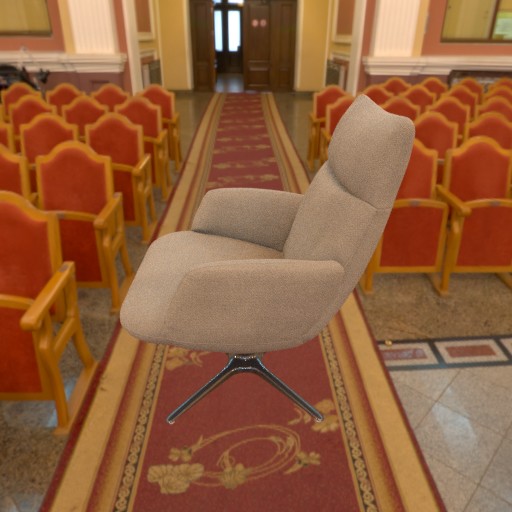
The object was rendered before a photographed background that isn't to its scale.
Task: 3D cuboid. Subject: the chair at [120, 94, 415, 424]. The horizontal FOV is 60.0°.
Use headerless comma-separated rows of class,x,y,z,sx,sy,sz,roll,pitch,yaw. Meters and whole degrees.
chair,0.000,0.000,1.555,0.889,1.016,0.711,0,27,-1
